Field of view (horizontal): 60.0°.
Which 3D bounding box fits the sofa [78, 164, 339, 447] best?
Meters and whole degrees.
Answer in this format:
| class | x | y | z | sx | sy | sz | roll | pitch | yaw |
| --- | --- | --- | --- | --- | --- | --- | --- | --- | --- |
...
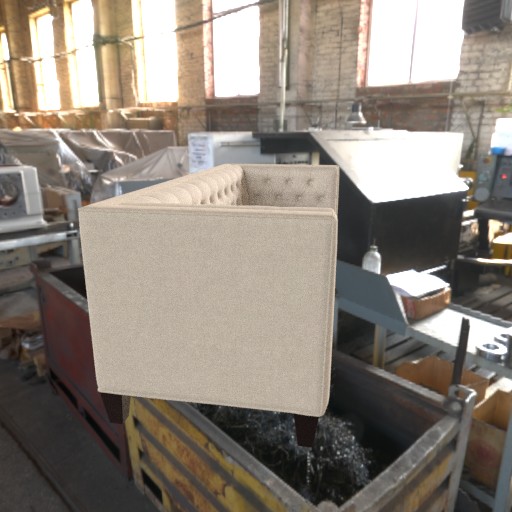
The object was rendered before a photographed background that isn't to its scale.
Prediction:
| class | x | y | z | sx | sy | sz | roll | pitch | yaw |
| --- | --- | --- | --- | --- | --- | --- | --- | --- | --- |
| sofa | 0.000 | 0.000 | 2.194 | 0.775 | 0.762 | 1.778 | 3 | 16 | 10 |
